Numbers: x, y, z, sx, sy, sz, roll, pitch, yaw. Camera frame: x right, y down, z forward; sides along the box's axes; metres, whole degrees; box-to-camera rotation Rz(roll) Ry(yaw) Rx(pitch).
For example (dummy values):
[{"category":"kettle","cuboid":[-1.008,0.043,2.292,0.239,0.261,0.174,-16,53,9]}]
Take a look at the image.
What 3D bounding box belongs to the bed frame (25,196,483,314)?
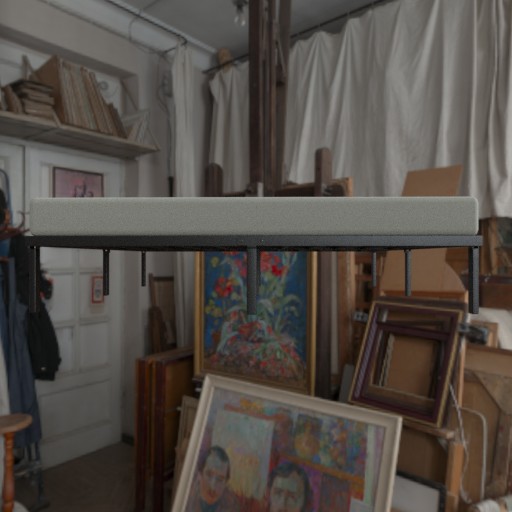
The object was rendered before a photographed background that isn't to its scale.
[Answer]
[{"category":"bed frame","cuboid":[0.000,0.000,3.799,2.635,0.680,2.526,0,0,1]}]
